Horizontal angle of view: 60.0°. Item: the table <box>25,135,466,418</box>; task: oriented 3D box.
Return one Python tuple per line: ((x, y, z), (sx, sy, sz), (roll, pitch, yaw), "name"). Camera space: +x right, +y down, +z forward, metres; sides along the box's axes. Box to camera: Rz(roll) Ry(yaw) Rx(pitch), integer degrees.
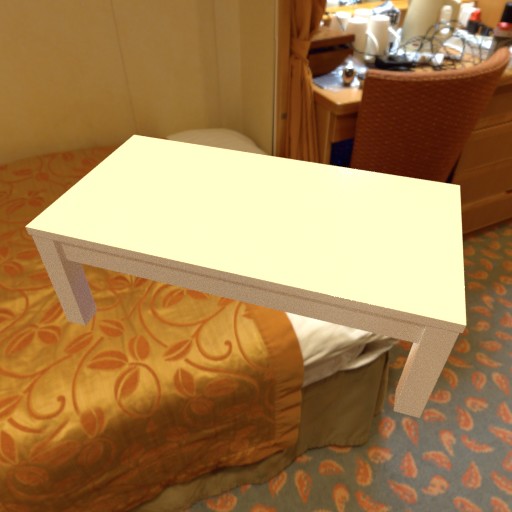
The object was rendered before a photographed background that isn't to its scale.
((0.000, 0.000, 1.689), (1.350, 0.470, 0.700), (12, 42, 13), "table")
